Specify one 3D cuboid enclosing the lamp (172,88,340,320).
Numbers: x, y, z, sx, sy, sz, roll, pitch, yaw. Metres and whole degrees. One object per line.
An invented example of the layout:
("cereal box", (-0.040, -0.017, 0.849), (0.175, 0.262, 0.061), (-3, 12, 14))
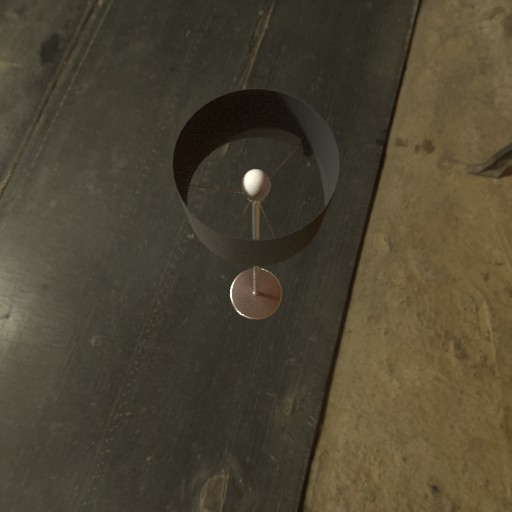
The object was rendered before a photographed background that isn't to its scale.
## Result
("lamp", (0.000, 0.000, 1.608), (0.348, 1.443, 0.348), (-21, 75, -6))
